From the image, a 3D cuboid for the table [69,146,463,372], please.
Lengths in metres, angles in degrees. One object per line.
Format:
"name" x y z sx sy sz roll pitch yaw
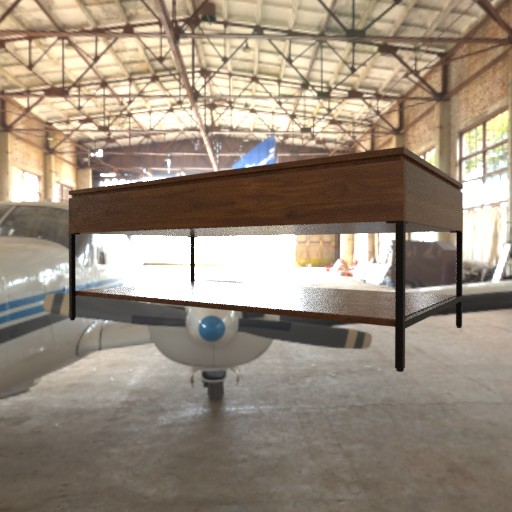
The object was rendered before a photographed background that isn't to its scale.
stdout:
"table" 0.000 0.000 1.348 1.057 0.414 0.574 1 1 35
